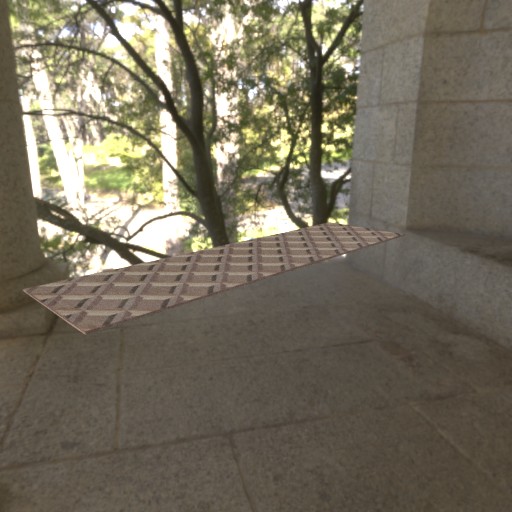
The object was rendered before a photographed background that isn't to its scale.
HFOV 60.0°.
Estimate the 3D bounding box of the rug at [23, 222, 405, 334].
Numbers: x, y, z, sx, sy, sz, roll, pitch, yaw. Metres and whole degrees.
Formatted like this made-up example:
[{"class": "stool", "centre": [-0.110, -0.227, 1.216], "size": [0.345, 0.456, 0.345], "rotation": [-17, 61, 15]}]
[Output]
[{"class": "rug", "centre": [0.000, 0.000, 2.693], "size": [2.437, 0.013, 0.685], "rotation": [-14, 21, -43]}]
